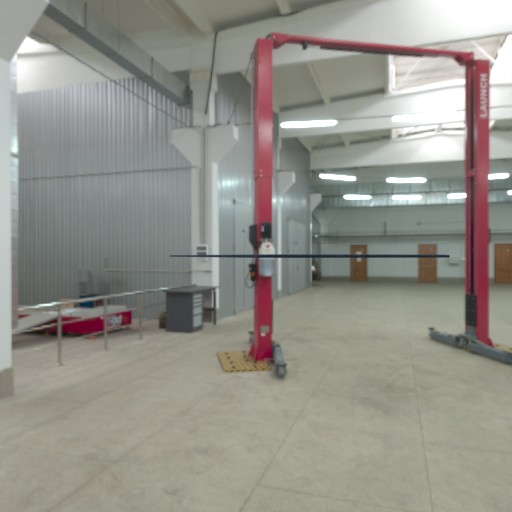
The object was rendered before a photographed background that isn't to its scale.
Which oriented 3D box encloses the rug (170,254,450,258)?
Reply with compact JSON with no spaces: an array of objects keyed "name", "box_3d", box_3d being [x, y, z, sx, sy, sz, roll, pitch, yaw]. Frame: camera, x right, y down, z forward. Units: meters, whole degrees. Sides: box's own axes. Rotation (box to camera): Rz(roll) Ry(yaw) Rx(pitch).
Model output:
[{"name":"rug","box_3d":[0.000,0.000,2.713,0.769,0.012,2.448,0,0,-18]}]
